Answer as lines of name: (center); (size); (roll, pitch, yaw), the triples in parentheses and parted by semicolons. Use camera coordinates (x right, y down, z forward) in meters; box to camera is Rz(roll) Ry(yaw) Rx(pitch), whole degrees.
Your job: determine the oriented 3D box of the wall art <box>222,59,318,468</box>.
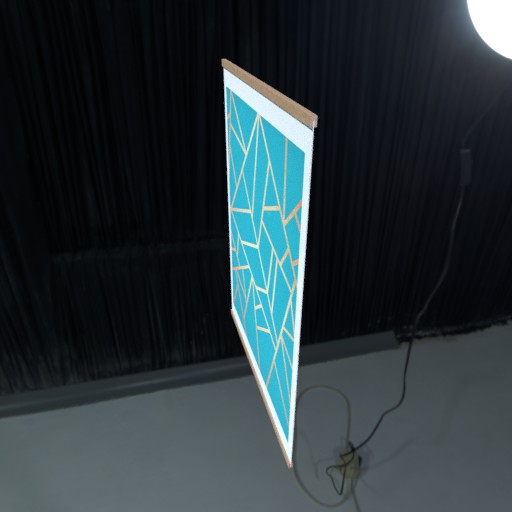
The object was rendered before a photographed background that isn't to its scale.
wall art: (0.000, 0.000, 1.354); (0.013, 1.016, 0.758); (-8, 32, -13)
